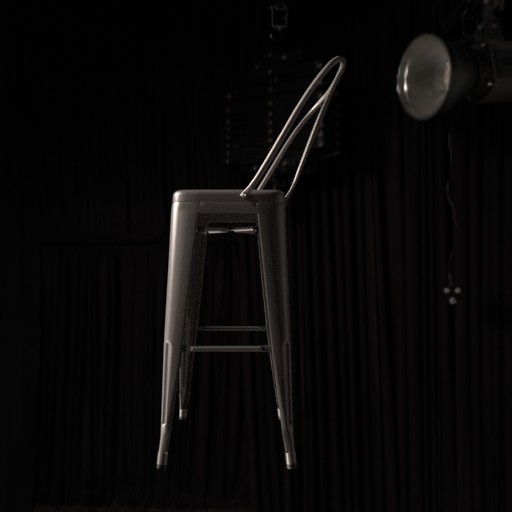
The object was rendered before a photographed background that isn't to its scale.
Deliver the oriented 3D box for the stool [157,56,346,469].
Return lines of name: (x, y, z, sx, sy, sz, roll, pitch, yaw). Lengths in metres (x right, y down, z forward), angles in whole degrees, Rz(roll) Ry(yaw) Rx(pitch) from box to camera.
stool: (0.000, 0.000, 1.320, 0.513, 1.096, 0.399, 0, 0, -1)
